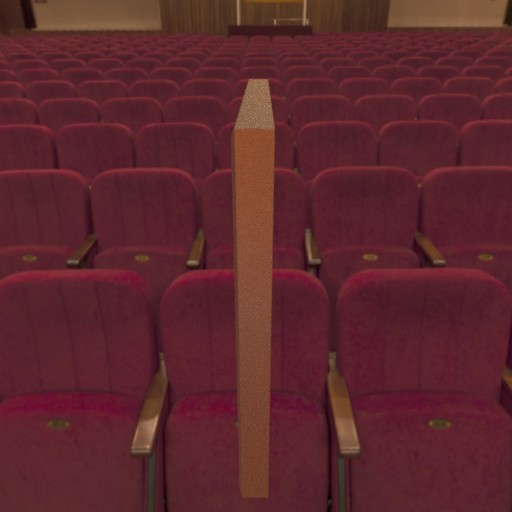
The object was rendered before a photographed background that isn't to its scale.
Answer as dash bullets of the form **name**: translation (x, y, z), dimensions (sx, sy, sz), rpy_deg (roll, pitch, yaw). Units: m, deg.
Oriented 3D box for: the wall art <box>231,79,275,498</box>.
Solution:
- **wall art**: translation (0.000, 0.000, 0.507), dimensions (0.028, 0.349, 0.349), rpy_deg (0, 26, 1)
